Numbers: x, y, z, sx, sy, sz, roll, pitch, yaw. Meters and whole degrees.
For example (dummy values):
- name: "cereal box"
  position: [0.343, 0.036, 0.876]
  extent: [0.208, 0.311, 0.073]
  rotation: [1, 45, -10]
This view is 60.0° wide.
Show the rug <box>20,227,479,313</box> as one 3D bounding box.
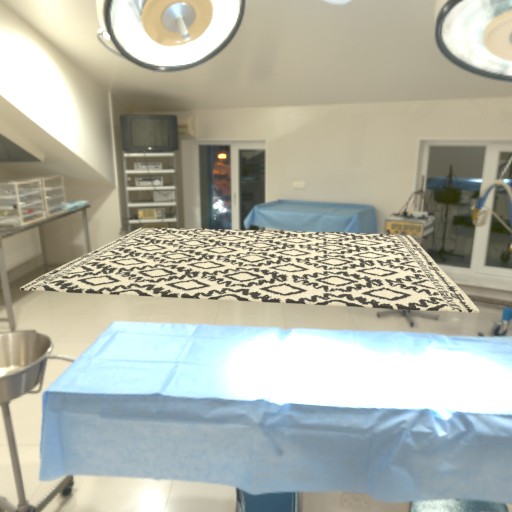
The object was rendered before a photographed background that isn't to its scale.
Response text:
- name: "rug"
  position: [0.000, 0.000, 4.329]
  extent: [3.369, 0.036, 2.444]
  rotation: [2, 15, 8]
